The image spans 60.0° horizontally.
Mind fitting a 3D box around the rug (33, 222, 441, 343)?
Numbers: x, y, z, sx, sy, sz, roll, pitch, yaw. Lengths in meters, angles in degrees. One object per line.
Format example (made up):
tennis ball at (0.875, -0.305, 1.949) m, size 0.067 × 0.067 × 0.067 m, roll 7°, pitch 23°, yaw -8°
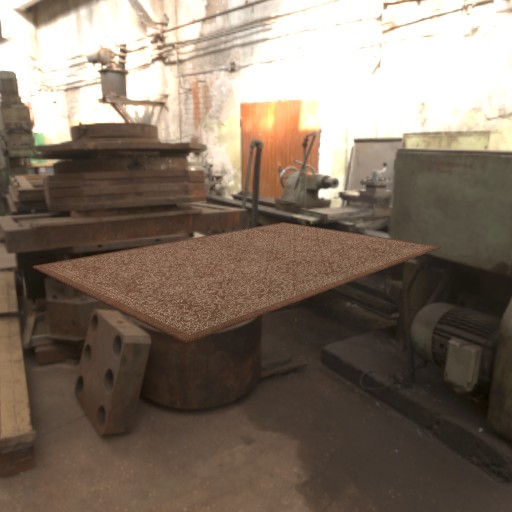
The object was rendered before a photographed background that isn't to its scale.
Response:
rug at (0.000, 0.000, 2.345) m, size 1.219 × 0.010 × 1.829 m, roll 13°, pitch 19°, yaw 43°
